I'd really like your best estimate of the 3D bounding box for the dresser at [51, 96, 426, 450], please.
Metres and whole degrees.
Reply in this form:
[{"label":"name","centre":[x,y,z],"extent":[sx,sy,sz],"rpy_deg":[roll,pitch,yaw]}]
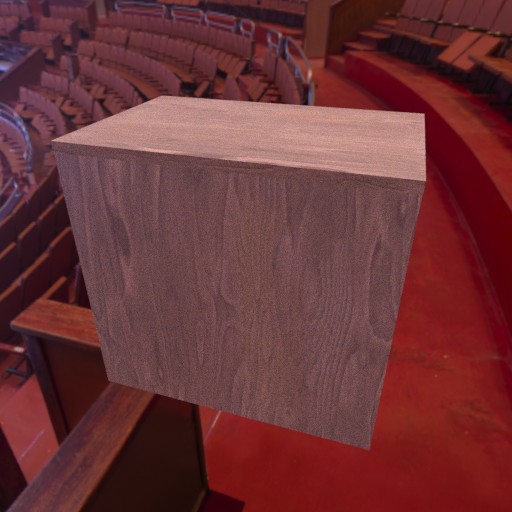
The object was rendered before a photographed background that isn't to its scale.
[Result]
[{"label":"dresser","centre":[0.000,0.000,1.311],"extent":[0.809,0.762,0.529],"rpy_deg":[9,32,15]}]
